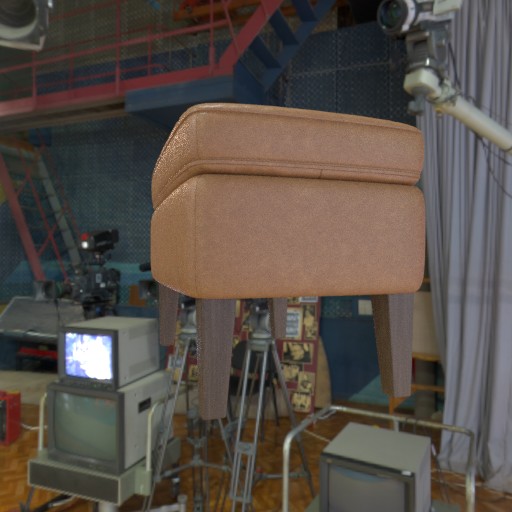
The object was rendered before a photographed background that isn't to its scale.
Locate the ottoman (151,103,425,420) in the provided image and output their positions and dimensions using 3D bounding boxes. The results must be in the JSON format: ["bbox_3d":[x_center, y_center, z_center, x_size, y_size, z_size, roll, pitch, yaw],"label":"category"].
[{"bbox_3d":[0.000,0.000,0.972,0.420,0.480,0.670,0,0,-18],"label":"ottoman"}]
